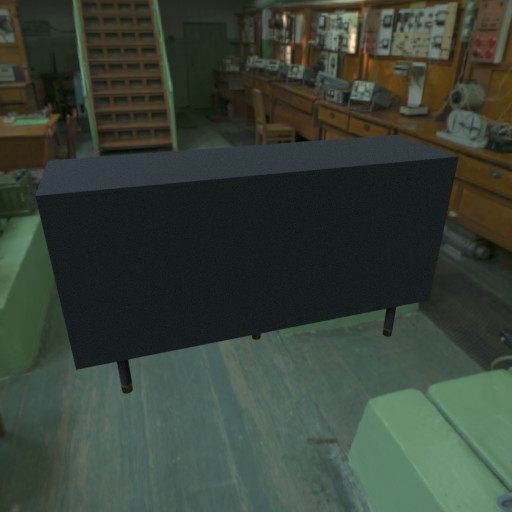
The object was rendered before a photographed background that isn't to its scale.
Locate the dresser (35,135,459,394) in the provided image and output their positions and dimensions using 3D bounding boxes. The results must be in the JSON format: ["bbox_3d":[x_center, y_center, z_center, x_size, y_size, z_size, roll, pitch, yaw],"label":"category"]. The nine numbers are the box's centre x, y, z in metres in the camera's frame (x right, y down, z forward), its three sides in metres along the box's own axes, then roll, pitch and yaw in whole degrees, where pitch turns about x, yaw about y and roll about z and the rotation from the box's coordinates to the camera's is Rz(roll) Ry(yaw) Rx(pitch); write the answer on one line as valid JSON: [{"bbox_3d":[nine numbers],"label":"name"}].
[{"bbox_3d":[0.000,0.000,1.952,1.558,0.872,0.463,-8,28,-16],"label":"dresser"}]
